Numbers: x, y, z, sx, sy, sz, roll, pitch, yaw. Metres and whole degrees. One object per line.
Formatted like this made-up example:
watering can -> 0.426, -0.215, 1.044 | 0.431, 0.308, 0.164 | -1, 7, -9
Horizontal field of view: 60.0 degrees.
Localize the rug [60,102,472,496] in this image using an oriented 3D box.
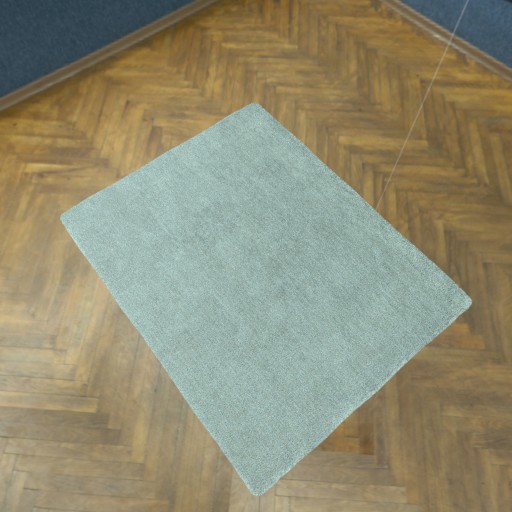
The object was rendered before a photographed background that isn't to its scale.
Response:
rug -> 0.000, 0.000, 3.857 | 2.332, 0.027, 2.933 | -35, 68, -17
